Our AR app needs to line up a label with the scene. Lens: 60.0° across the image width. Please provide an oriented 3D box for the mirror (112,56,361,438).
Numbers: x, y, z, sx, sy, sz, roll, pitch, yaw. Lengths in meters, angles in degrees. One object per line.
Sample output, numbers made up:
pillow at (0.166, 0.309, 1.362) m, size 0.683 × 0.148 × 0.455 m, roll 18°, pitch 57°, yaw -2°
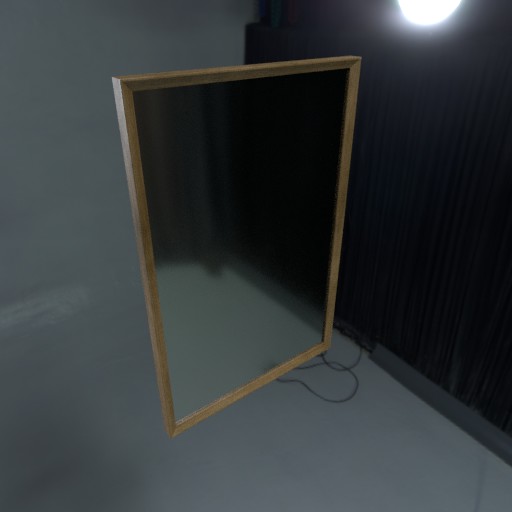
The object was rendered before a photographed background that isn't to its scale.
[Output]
mirror at (0.000, 0.000, 1.150) m, size 0.609 × 0.915 × 0.041 m, roll -20°, pitch 35°, yaw -32°
